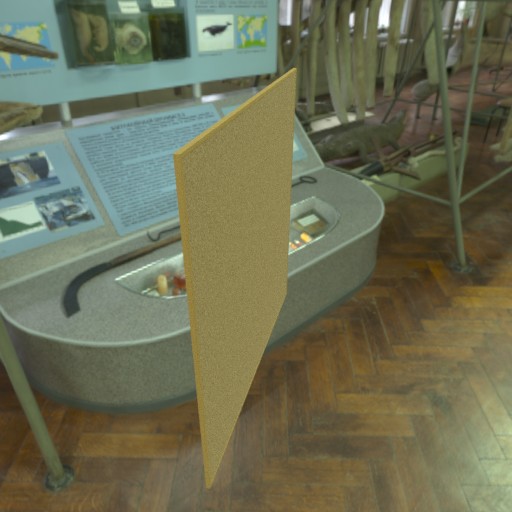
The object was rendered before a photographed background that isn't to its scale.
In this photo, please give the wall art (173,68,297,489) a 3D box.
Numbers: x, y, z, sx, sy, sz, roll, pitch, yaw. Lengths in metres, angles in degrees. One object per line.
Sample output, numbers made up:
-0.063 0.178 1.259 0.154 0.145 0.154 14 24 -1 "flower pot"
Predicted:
0.000 0.000 1.386 0.013 0.959 0.962 9 32 14 "wall art"
